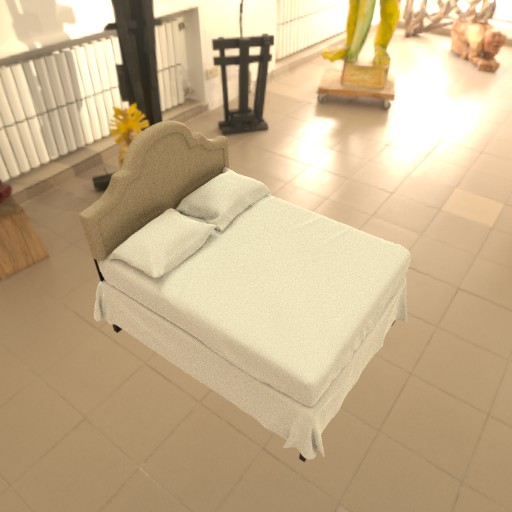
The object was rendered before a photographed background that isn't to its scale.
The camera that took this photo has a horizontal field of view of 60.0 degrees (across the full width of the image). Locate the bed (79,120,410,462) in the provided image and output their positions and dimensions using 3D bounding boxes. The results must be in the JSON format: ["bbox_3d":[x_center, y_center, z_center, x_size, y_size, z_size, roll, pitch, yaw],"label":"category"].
[{"bbox_3d":[0.000,0.000,3.452,2.222,1.634,1.780,25,47,27],"label":"bed"}]
